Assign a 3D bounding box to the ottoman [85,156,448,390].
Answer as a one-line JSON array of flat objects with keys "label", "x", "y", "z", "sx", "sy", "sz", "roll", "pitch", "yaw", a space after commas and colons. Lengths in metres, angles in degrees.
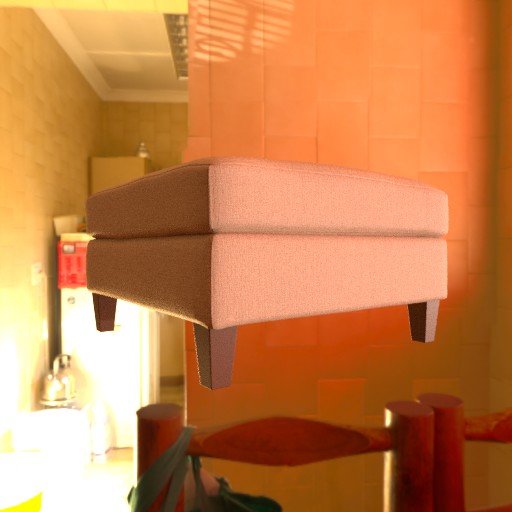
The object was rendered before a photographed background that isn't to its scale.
[{"label": "ottoman", "x": 0.000, "y": 0.000, "z": 1.396, "sx": 0.838, "sy": 0.503, "sz": 0.838, "roll": -1, "pitch": 2, "yaw": -36}]
